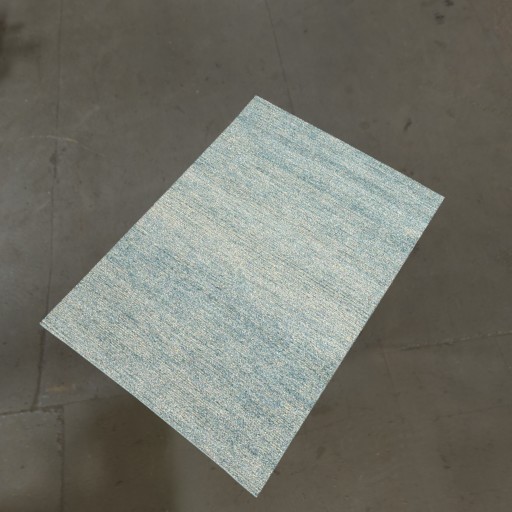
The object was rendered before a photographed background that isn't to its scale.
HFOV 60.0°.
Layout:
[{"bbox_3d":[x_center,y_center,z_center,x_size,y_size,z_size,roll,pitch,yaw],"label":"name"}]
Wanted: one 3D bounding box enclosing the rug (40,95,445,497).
[{"bbox_3d":[0.000,0.000,2.870,1.611,0.026,2.260,33,69,14],"label":"rug"}]
